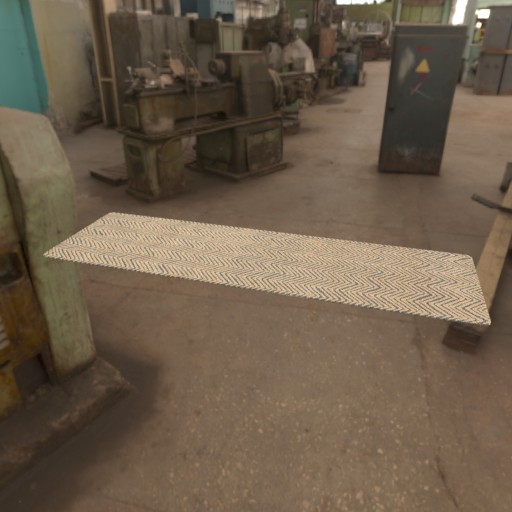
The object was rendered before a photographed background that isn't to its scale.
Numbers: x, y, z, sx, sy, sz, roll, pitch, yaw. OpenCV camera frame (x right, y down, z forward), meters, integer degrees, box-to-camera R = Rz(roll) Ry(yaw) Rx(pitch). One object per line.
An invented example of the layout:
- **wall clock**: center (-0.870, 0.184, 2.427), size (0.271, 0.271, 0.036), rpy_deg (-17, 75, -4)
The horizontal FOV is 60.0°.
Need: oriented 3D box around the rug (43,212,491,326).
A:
- **rug**: center (0.000, 0.000, 2.457), size (2.286, 0.008, 0.686), rpy_deg (8, 28, 15)
